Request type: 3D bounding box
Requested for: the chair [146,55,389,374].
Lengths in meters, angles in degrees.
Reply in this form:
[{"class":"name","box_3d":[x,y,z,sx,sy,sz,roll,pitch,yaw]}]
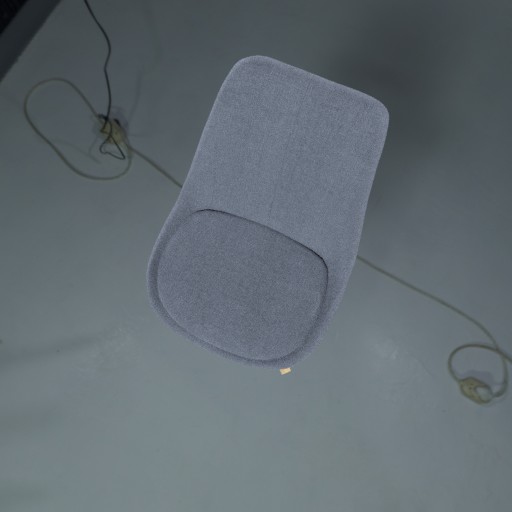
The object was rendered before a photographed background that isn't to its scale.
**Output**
[{"class":"chair","box_3d":[0.000,0.000,1.177,0.485,0.850,0.550,24,76,6]}]
